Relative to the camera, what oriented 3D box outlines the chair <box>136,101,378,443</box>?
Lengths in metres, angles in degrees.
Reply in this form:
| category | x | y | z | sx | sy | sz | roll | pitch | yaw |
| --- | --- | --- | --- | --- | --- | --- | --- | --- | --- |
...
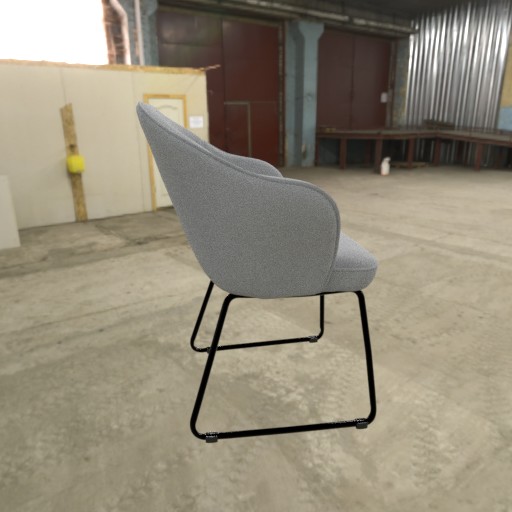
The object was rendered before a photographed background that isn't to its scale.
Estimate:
| category | x | y | z | sx | sy | sz | roll | pitch | yaw |
| --- | --- | --- | --- | --- | --- | --- | --- | --- | --- |
| chair | 0.000 | 0.000 | 1.245 | 0.592 | 0.817 | 0.570 | -3 | 17 | -9 |
